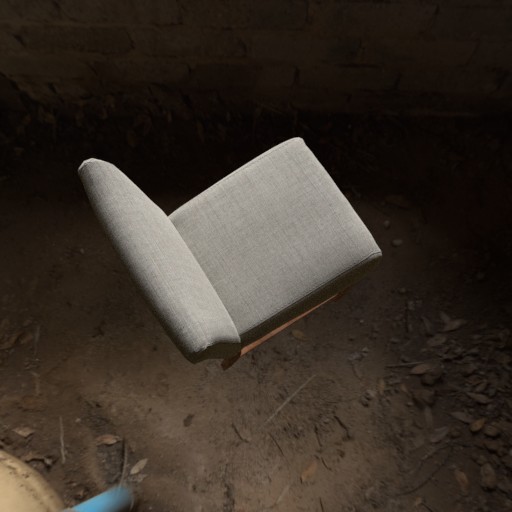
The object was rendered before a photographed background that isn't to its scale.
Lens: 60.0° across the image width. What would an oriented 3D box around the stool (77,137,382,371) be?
[{"bbox_3d":[0.000,0.000,1.310,0.567,1.039,0.454,-31,77,-8],"label":"stool"}]
